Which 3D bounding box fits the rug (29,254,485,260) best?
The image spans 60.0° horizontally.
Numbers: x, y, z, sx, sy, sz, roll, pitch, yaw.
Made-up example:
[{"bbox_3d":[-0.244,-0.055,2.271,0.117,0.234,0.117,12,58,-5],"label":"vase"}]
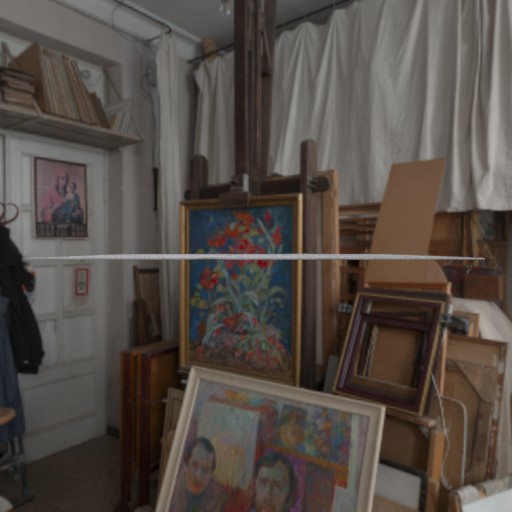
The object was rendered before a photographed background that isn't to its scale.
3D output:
[{"bbox_3d":[0.000,0.000,4.472,3.359,0.020,2.448,0,1,-1],"label":"rug"}]
